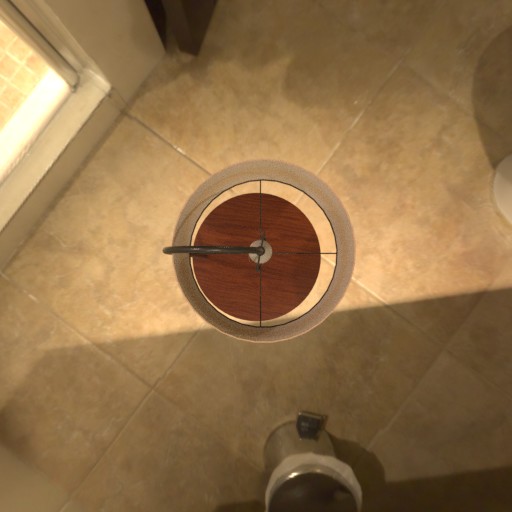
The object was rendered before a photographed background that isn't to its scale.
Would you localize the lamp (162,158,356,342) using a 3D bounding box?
[{"bbox_3d":[0.000,0.000,1.802,0.573,1.517,0.573,0,89,1],"label":"lamp"}]
